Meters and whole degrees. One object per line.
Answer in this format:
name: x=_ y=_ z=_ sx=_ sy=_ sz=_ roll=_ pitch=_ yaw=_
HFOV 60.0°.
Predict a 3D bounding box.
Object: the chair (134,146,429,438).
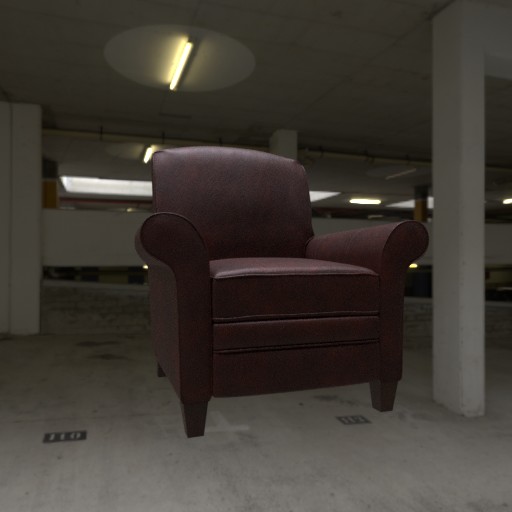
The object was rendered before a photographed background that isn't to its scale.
chair: x=0.000 y=0.000 z=1.790 sx=0.978 sy=1.061 sz=0.902 roll=0 pitch=0 yaw=-19
